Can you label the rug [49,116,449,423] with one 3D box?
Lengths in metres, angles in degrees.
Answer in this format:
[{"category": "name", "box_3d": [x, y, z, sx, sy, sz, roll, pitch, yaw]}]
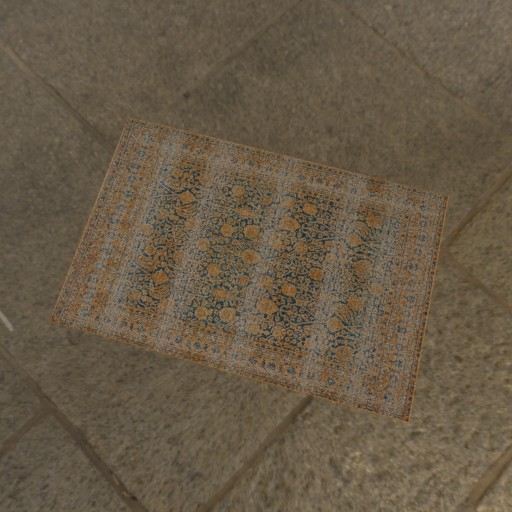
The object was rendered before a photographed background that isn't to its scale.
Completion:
[{"category": "rug", "box_3d": [0.000, 0.000, 2.946, 2.336, 0.007, 1.525, 15, 76, 4]}]
